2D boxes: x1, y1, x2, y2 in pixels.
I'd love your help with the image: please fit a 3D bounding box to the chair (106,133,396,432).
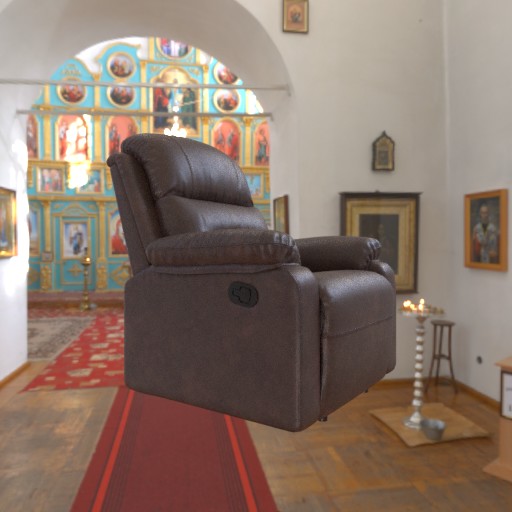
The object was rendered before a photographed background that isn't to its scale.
[{"bbox_3d":[0.000,0.000,1.695,0.919,0.992,0.855,0,0,35],"label":"chair"}]
